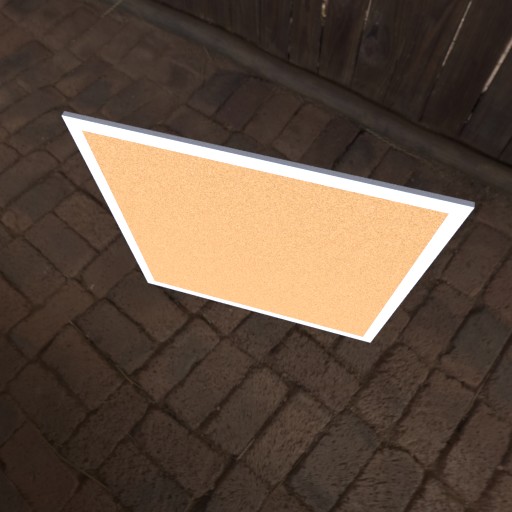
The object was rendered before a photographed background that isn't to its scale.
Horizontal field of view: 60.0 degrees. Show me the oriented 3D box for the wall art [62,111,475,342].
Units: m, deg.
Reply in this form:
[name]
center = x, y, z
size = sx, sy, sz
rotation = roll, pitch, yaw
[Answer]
[wall art]
center = 0.000, 0.000, 0.827
size = 0.558, 0.559, 0.009
rotation = 14, 63, 7
